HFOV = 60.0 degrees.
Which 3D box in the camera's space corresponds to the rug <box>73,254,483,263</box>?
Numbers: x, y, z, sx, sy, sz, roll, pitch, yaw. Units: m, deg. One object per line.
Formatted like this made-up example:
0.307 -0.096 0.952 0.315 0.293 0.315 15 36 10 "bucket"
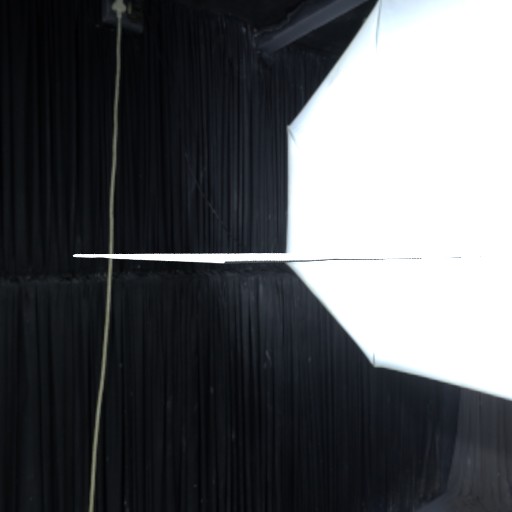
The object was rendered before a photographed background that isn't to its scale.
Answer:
0.000 0.000 0.893 0.548 0.006 0.639 0 1 -36 "rug"
